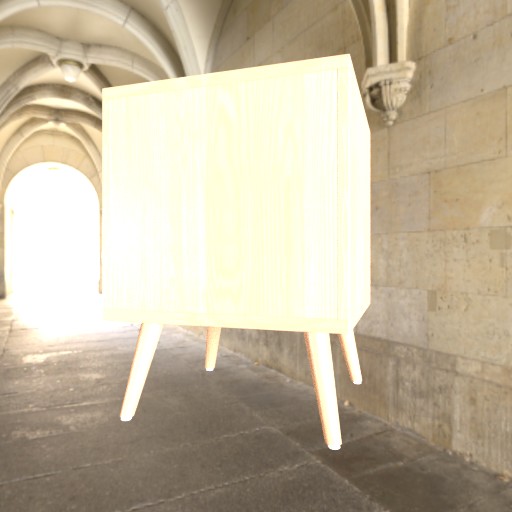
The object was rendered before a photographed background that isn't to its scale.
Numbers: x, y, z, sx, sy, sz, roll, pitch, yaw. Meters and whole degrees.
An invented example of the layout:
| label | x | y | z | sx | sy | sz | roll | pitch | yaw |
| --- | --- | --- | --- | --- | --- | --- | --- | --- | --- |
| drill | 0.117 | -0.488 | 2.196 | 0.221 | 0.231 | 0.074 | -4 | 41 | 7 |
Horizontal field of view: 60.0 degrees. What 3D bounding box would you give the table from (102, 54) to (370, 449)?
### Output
| label | x | y | z | sx | sy | sz | roll | pitch | yaw |
| --- | --- | --- | --- | --- | --- | --- | --- | --- | --- |
| table | 0.000 | 0.000 | 0.854 | 0.400 | 0.550 | 0.400 | 0 | 0 | 18 |
